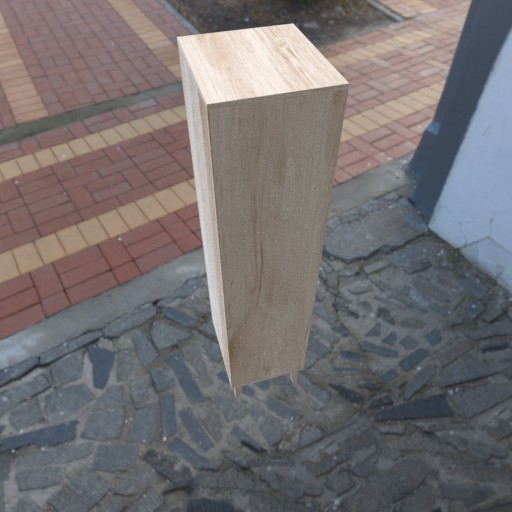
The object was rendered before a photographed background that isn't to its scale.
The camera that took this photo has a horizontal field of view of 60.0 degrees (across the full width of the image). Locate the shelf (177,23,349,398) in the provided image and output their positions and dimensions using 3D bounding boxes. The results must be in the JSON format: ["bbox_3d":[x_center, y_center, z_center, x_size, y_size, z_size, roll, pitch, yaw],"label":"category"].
[{"bbox_3d":[0.000,0.000,2.210,0.450,1.960,0.510,-12,49,-11],"label":"shelf"}]
